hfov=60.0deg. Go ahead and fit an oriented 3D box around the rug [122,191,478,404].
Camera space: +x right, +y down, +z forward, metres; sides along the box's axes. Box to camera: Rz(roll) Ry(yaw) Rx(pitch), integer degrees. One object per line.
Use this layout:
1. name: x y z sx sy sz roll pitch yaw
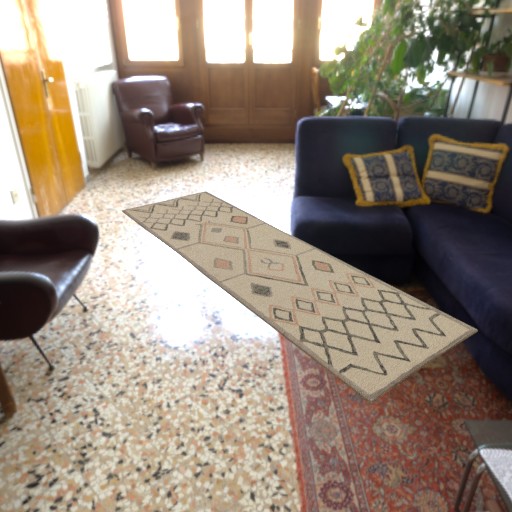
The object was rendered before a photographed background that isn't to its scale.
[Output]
1. rug: 0.000 0.000 2.717 0.750 0.011 2.435 -19 33 -32
